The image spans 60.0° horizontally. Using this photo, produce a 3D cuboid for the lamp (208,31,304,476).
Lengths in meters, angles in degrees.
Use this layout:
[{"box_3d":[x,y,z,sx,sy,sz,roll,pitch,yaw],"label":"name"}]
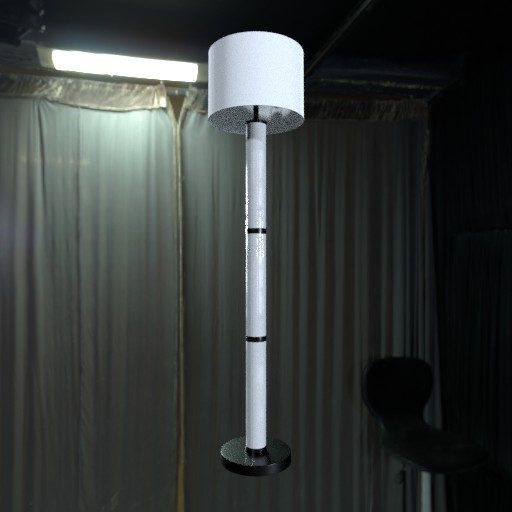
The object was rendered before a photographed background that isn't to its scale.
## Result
[{"box_3d":[0.000,0.000,1.750,0.377,1.599,0.377,0,0,-17],"label":"lamp"}]
